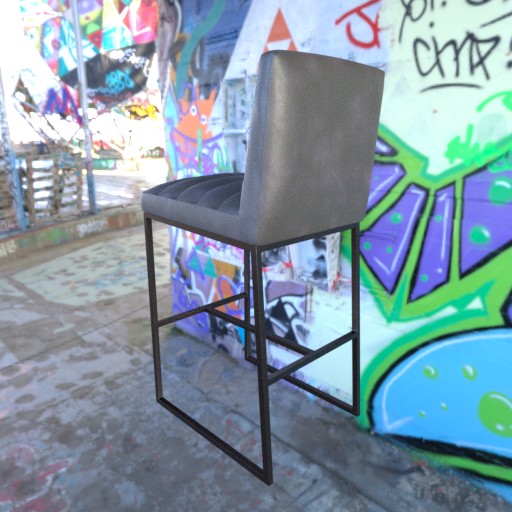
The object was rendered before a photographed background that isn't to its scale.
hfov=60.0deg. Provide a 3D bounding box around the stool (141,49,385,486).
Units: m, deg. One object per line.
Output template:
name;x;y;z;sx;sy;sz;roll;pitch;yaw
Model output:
stool;0.000;0.000;1.353;0.463;1.065;0.562;-15;21;-43
